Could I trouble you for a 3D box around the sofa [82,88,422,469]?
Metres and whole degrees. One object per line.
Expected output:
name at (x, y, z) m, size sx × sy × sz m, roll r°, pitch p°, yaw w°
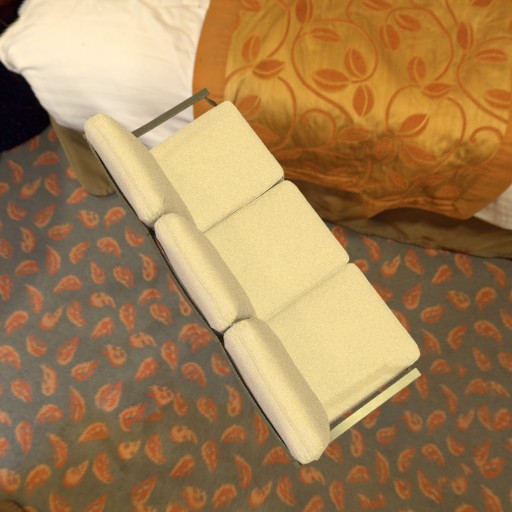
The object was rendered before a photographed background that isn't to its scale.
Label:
sofa at (0.000, 0.000, 2.182) m, size 0.787 × 0.860 × 1.740 m, roll -33°, pitch 77°, yaw -9°
